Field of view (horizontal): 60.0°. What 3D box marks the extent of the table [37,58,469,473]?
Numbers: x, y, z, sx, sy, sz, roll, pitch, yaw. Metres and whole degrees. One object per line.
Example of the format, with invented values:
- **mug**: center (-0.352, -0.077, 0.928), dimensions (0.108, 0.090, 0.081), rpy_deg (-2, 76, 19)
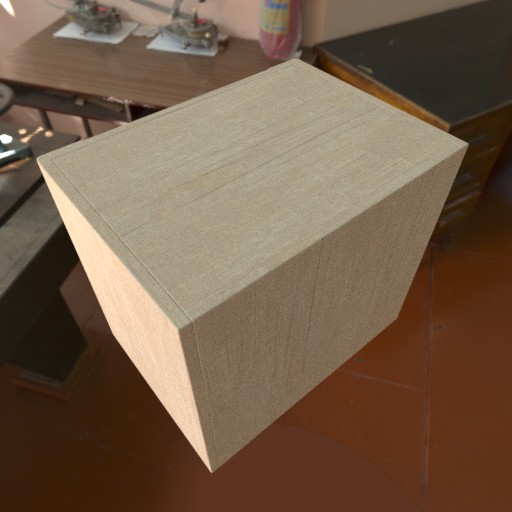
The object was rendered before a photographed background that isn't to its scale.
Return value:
- **table**: center (0.000, 0.000, 0.908), dimensions (0.570, 0.510, 0.420), rpy_deg (-31, 55, -25)
